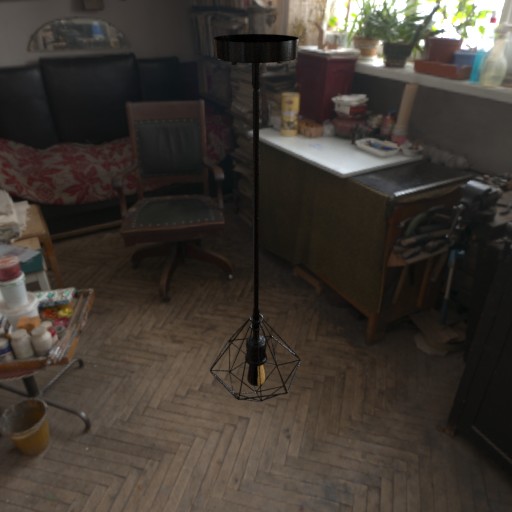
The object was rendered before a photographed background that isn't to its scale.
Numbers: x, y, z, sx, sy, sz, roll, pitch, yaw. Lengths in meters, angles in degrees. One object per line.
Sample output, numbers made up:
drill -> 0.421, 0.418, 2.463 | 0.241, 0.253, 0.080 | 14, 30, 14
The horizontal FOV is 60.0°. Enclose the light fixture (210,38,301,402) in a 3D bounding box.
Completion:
light fixture -> 0.000, 0.000, 1.991 | 0.431, 1.764, 0.487 | 11, 33, 18
